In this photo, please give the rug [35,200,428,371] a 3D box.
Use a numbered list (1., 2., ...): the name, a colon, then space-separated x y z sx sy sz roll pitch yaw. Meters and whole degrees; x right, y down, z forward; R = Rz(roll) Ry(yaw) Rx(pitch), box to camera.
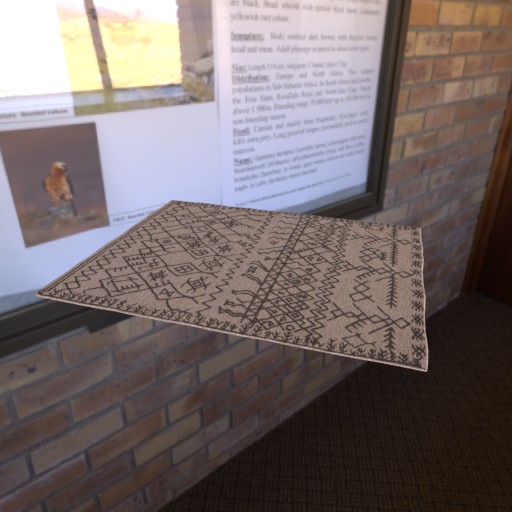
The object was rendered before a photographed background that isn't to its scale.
1. rug: 0.000 0.000 3.407 2.455 0.025 1.964 8 28 16
